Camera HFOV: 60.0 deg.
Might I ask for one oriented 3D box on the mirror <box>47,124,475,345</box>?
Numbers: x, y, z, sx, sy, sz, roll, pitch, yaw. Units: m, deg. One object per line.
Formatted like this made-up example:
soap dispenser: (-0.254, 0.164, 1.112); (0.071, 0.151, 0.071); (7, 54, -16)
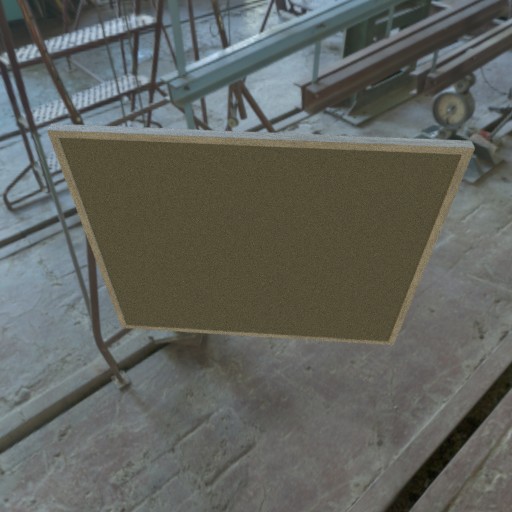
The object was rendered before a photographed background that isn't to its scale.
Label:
mirror: (0.000, 0.000, 1.121); (0.839, 0.689, 0.028); (3, 46, 3)
